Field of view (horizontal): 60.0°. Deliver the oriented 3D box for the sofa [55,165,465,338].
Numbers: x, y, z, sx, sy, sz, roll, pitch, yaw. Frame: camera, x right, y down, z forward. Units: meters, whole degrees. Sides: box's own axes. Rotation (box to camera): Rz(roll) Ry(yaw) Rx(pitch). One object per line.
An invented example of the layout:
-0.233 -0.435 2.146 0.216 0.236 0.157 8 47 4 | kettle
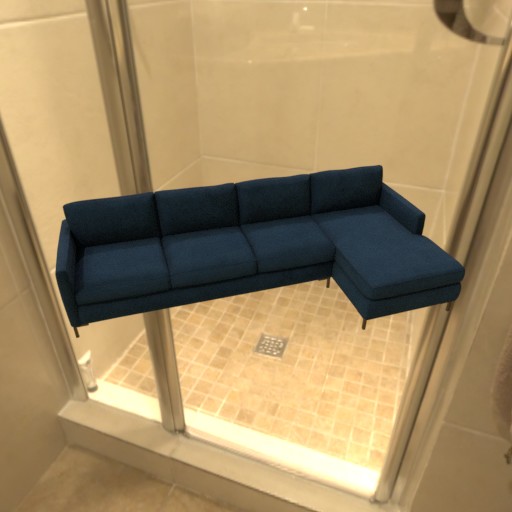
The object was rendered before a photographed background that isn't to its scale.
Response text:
0.000 0.000 3.496 2.932 0.810 1.350 -9 34 -14 | sofa
